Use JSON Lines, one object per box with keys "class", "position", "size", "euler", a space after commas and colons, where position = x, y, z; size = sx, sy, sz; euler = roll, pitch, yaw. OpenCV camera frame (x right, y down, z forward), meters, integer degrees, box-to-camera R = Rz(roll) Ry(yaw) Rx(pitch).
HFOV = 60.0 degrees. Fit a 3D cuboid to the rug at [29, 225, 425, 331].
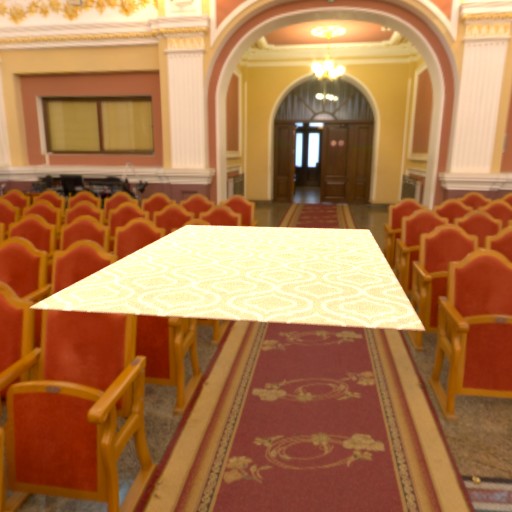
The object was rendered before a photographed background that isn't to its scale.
{"class": "rug", "position": [0.000, 0.000, 4.270], "size": [2.438, 0.010, 3.353], "euler": [2, 13, 8]}
